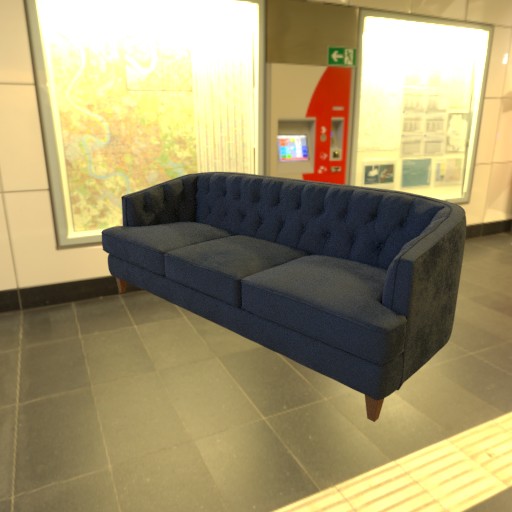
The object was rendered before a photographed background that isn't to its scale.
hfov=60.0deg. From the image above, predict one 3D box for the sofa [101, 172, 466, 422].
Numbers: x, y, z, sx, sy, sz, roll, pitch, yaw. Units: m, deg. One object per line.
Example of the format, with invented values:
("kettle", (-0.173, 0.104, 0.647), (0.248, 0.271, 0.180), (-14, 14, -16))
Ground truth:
("sofa", (0.000, 0.000, 2.724), (2.278, 0.855, 0.941), (16, 23, 42))
